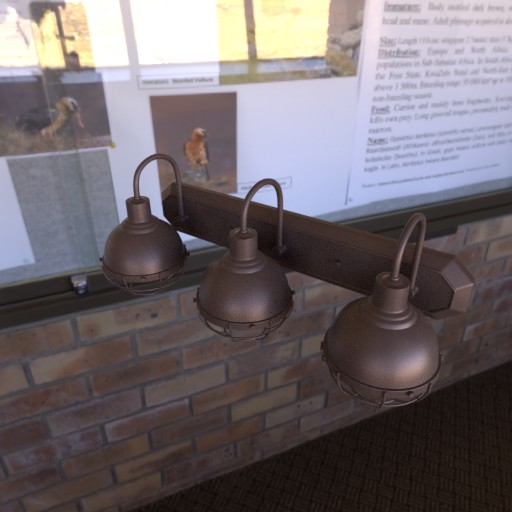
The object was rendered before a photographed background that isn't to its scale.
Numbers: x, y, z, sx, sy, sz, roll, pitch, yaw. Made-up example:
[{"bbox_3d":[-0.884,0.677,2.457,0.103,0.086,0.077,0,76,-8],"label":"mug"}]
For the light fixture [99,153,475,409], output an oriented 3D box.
[{"bbox_3d":[0.000,0.000,0.736,0.634,0.254,0.229,19,35,30],"label":"light fixture"}]
